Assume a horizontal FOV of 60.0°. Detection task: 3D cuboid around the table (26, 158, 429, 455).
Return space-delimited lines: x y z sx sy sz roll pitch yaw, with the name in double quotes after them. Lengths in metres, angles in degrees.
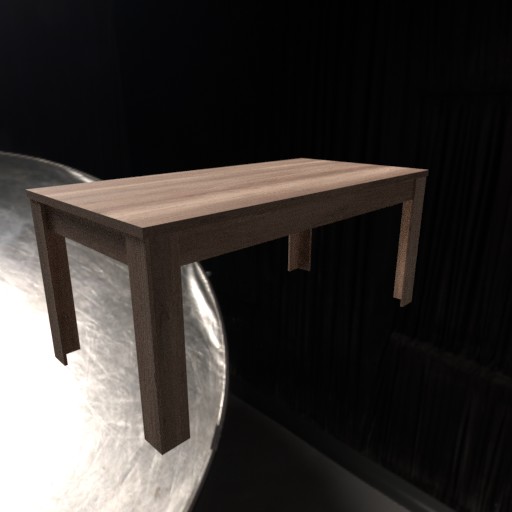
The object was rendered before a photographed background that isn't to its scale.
0.000 0.000 2.263 0.900 0.790 1.800 17 25 42 "table"
